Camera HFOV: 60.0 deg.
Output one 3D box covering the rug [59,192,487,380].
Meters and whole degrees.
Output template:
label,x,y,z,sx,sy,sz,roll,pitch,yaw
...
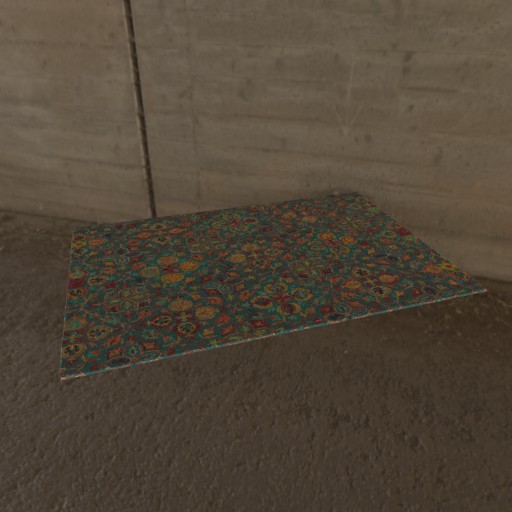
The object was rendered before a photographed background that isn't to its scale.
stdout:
label,x,y,z,sx,sy,sz,roll,pitch,yaw
rug,0.000,0.000,2.860,2.290,0.016,1.527,-9,32,-15
